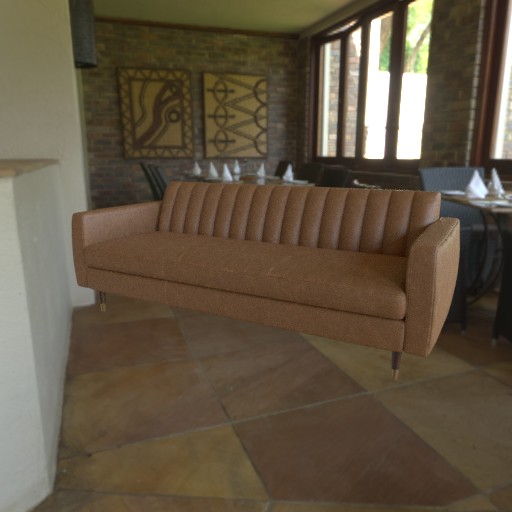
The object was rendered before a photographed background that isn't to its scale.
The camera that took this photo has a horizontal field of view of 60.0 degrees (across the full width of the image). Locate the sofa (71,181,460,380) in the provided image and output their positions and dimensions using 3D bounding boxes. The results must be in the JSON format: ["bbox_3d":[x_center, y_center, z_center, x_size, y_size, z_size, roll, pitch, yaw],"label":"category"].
[{"bbox_3d":[0.000,0.000,2.780,2.291,0.821,0.990,7,15,28],"label":"sofa"}]
